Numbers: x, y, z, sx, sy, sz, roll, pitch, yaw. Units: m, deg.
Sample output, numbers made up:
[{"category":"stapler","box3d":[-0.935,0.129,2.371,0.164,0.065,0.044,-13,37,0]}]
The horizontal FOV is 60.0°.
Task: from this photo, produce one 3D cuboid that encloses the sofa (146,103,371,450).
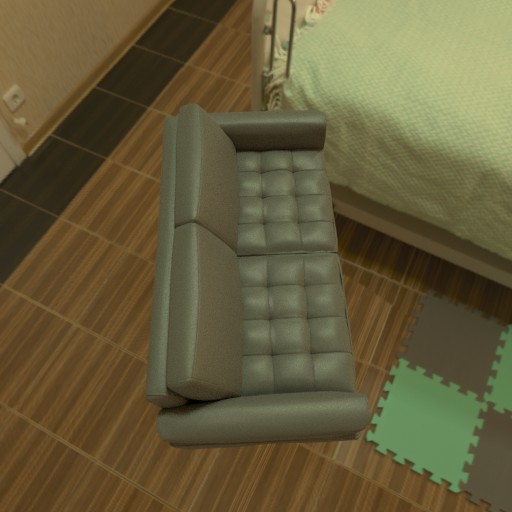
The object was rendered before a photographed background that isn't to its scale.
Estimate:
[{"category":"sofa","box3d":[0.000,0.000,2.786,1.121,0.930,2.177,-2,63,-1]}]
